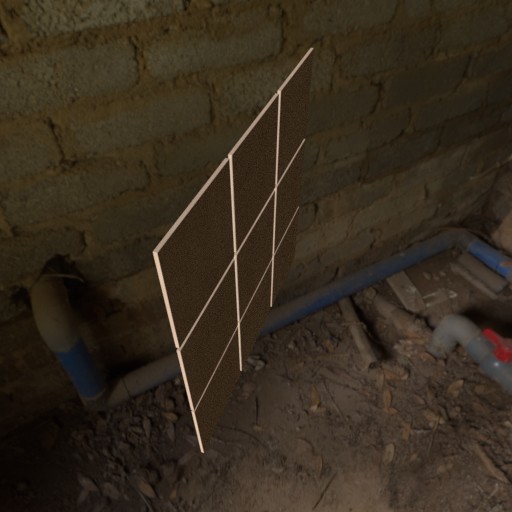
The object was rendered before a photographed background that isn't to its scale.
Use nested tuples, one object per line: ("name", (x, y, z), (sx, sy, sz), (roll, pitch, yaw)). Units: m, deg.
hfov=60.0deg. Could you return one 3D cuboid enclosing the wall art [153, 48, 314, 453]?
("wall art", (0.000, 0.000, 1.820), (0.013, 1.218, 1.219), (16, 49, 15))
